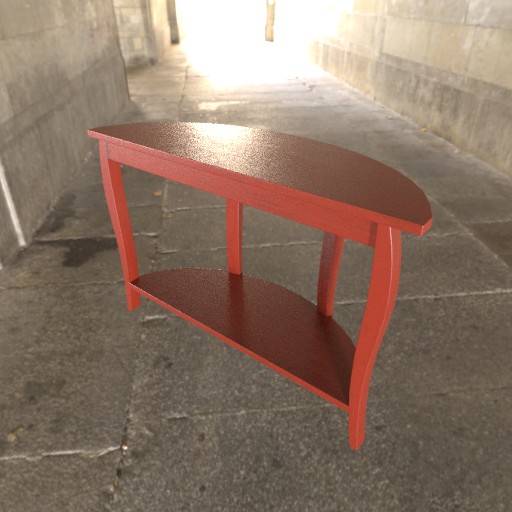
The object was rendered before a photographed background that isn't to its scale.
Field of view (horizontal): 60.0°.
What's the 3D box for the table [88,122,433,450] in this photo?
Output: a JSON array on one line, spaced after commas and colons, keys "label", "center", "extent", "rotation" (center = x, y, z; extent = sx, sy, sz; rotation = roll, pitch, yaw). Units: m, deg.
[{"label": "table", "center": [0.000, 0.000, 1.582], "extent": [1.219, 0.779, 0.405], "rotation": [22, 37, 33]}]
